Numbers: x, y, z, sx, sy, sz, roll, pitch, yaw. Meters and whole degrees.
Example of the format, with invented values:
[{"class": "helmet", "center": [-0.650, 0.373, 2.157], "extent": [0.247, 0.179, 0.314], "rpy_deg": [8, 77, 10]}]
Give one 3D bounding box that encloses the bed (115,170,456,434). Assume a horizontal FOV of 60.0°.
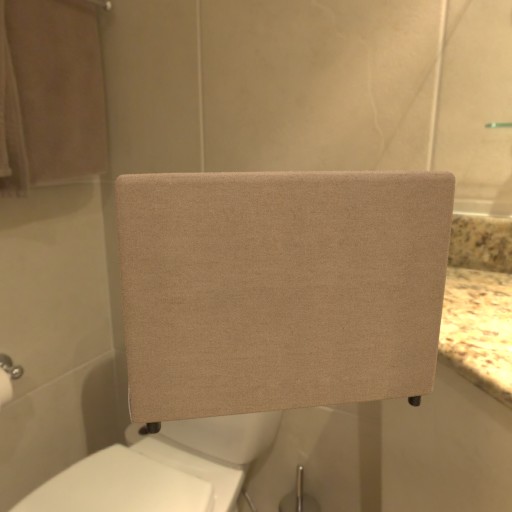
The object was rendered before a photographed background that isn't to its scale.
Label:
[{"class": "bed", "center": [0.000, 0.000, 3.234], "extent": [1.713, 1.330, 2.162], "rpy_deg": [-2, 14, -9]}]
